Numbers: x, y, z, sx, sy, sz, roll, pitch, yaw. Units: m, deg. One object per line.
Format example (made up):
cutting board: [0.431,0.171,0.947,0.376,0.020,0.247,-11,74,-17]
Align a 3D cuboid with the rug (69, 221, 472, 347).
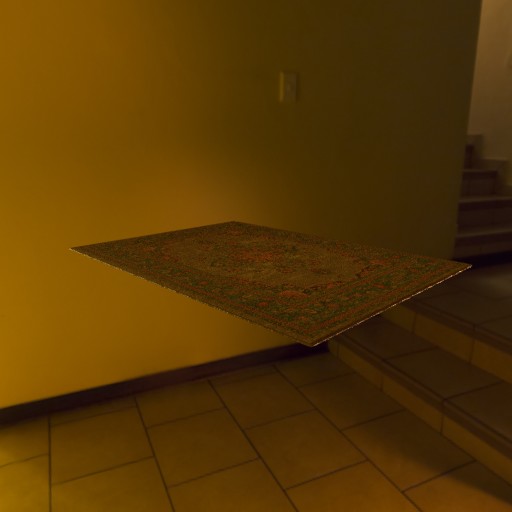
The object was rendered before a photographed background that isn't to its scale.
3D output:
rug: [0.000,0.000,2.975,1.609,0.013,2.214,-14,20,-43]
